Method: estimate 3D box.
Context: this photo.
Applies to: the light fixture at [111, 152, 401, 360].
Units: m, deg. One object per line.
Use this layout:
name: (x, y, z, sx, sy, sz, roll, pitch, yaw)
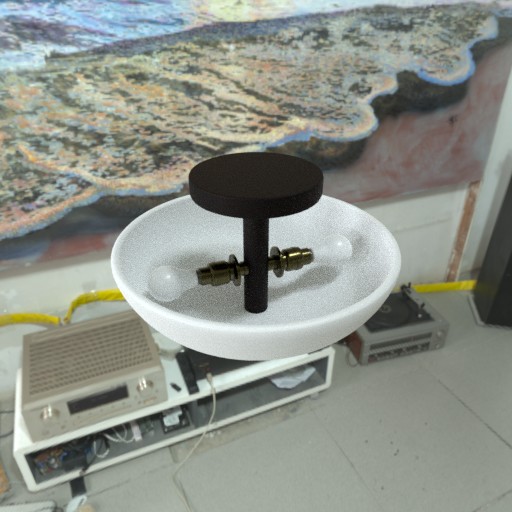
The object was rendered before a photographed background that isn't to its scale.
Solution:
light fixture: (0.000, 0.000, 0.535, 0.331, 0.212, 0.331, 0, 31, 0)
